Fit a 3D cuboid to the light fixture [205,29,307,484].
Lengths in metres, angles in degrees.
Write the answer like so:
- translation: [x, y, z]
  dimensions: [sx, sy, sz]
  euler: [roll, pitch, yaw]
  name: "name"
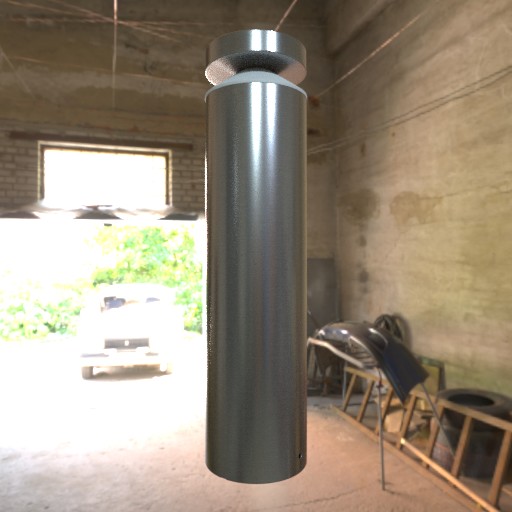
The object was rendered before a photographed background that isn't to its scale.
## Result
- translation: [0.000, 0.000, 0.440]
  dimensions: [0.102, 0.400, 0.102]
  euler: [0, -1, 36]
  name: "light fixture"
